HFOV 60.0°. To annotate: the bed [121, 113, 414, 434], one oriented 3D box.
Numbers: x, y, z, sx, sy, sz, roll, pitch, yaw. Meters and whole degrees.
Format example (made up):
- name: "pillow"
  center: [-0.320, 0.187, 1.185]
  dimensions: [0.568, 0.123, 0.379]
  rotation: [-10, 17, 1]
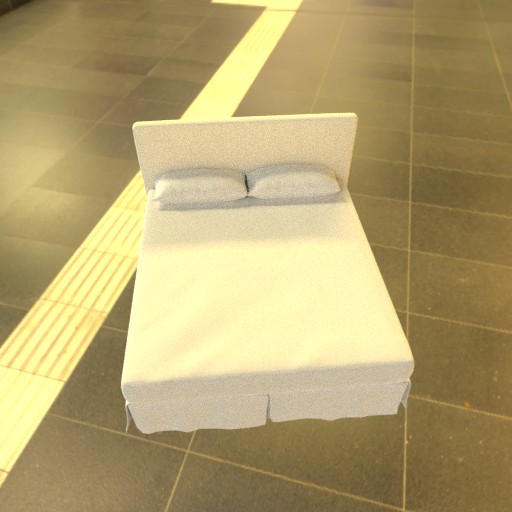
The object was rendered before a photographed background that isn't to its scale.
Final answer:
- name: "bed"
  center: [0.000, 0.000, 3.668]
  dimensions: [2.119, 1.317, 2.341]
  rotation: [-4, 45, -4]
